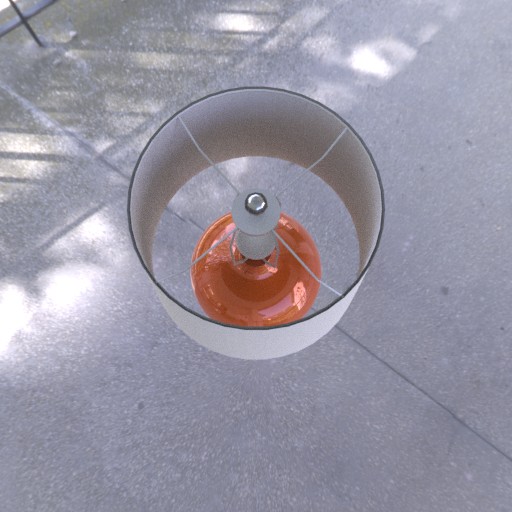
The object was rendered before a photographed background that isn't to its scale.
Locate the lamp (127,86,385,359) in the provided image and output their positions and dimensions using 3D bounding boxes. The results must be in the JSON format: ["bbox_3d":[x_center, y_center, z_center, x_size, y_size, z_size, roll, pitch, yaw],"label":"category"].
[{"bbox_3d":[0.000,0.000,0.540,0.247,0.387,0.247,0,77,0],"label":"lamp"}]
